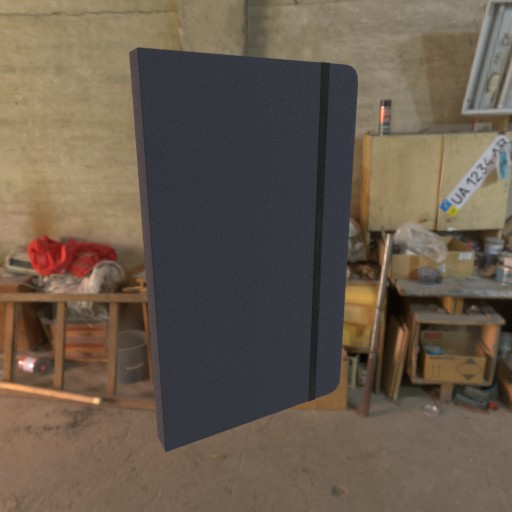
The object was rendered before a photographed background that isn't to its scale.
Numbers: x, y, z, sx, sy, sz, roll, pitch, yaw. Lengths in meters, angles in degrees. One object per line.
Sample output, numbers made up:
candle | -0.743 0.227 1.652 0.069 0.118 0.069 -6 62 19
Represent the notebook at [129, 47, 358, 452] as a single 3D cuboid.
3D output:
notebook | 0.000 0.000 0.259 0.127 0.213 0.016 -9 19 -28
